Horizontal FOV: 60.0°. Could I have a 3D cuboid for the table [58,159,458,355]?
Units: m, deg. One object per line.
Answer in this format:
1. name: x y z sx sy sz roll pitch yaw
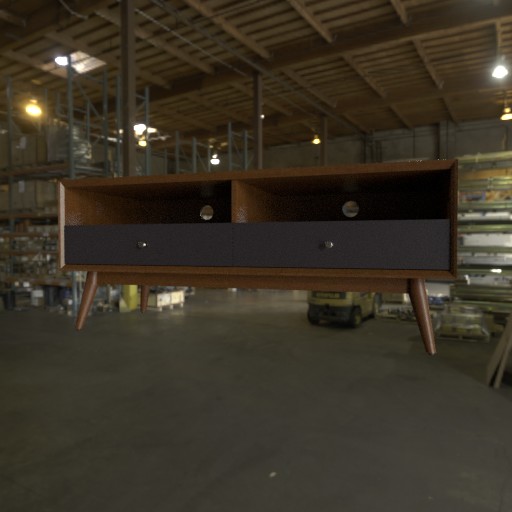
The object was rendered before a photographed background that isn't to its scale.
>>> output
1. table: 0.000 0.000 1.412 1.119 0.464 0.490 0 1 18
